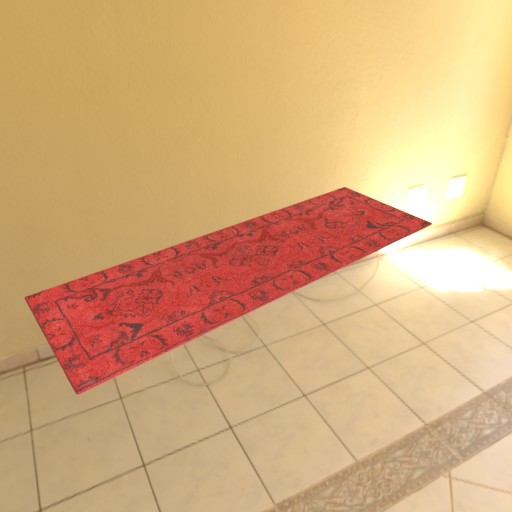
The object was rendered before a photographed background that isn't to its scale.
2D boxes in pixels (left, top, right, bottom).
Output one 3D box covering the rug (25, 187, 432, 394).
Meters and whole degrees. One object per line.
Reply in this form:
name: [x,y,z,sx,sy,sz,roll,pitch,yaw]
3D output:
rug: [0.000,0.000,2.683,2.439,0.018,0.813,-22,38,-31]
